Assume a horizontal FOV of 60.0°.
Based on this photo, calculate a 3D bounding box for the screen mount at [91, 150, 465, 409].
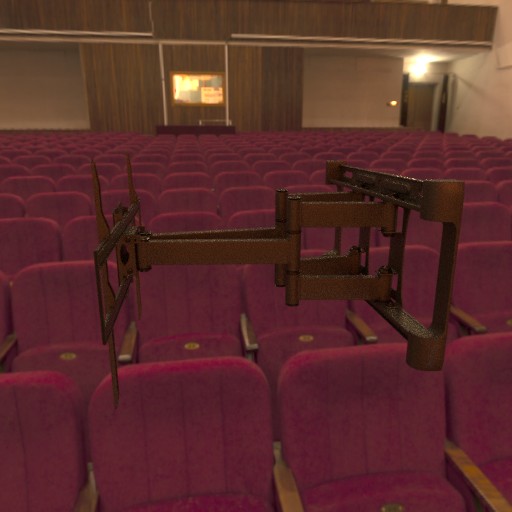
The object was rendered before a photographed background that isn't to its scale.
[{"bbox_3d":[0.000,0.000,1.085,0.644,0.491,0.661,-2,15,-8],"label":"screen mount"}]
